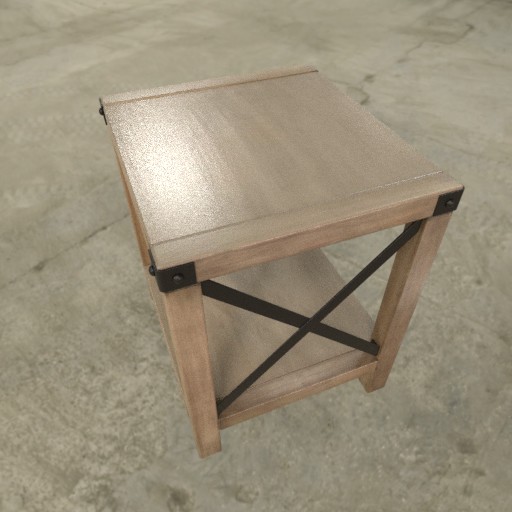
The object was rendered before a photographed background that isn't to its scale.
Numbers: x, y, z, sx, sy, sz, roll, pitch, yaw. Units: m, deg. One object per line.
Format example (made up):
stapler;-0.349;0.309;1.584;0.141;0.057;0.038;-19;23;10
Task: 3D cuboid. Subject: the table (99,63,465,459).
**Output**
table;0.000;0.000;0.928;0.459;0.561;0.510;-15;46;-15
